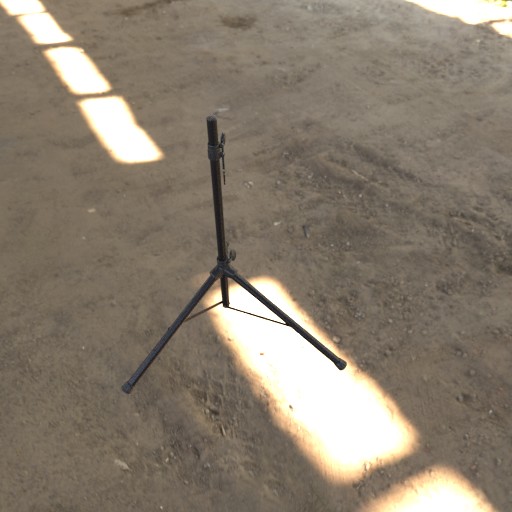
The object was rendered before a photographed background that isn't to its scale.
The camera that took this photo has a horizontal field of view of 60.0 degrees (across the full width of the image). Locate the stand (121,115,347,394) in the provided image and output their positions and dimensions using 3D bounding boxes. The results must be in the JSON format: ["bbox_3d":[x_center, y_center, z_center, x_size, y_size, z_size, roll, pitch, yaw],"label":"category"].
[{"bbox_3d":[0.000,0.000,1.779,0.907,1.136,1.045,18,48,17],"label":"stand"}]
